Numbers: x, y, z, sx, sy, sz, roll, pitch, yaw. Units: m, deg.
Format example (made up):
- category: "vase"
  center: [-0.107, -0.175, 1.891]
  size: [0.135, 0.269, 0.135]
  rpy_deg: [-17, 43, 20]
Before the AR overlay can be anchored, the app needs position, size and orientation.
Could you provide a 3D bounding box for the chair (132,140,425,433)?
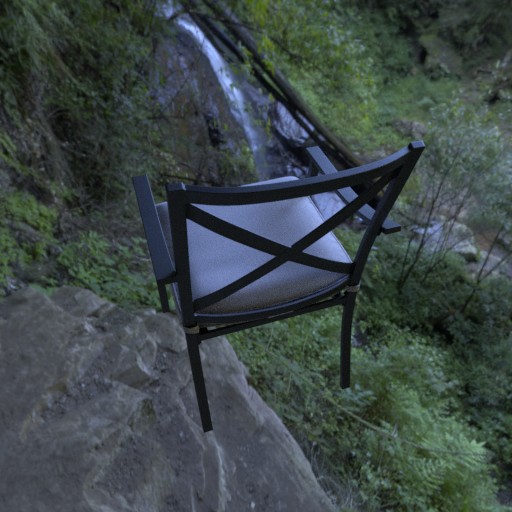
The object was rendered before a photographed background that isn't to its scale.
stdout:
- category: "chair"
  center: [0.000, 0.000, 1.260]
  size: [0.575, 0.889, 0.620]
  rpy_deg: [-13, 43, -14]
